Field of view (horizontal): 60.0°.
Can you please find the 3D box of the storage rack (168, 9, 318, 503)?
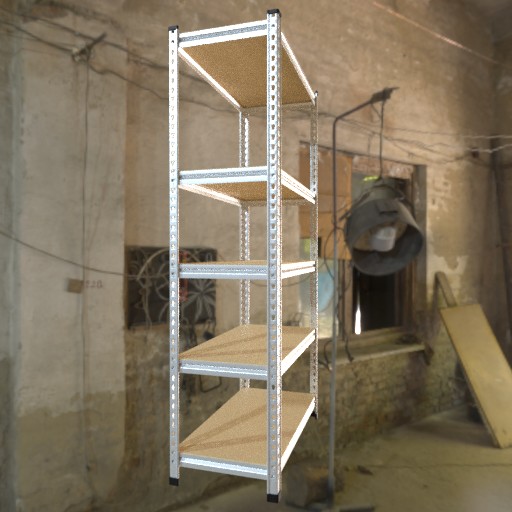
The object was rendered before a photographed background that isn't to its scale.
[{"bbox_3d":[0.000,0.000,2.139,0.457,1.829,0.914,0,0,17],"label":"storage rack"}]
